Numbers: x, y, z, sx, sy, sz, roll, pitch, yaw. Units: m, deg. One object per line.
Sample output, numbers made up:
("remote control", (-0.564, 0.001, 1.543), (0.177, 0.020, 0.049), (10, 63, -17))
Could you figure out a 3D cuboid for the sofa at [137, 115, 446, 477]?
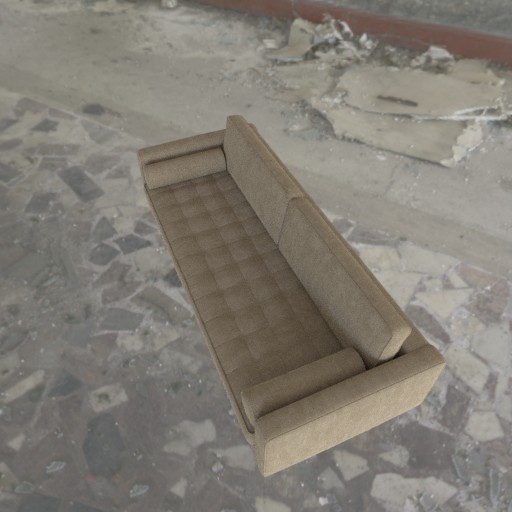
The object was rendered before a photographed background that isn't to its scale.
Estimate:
("sofa", (0.000, 0.000, 2.648), (0.919, 0.770, 2.200), (-18, 50, -16))
